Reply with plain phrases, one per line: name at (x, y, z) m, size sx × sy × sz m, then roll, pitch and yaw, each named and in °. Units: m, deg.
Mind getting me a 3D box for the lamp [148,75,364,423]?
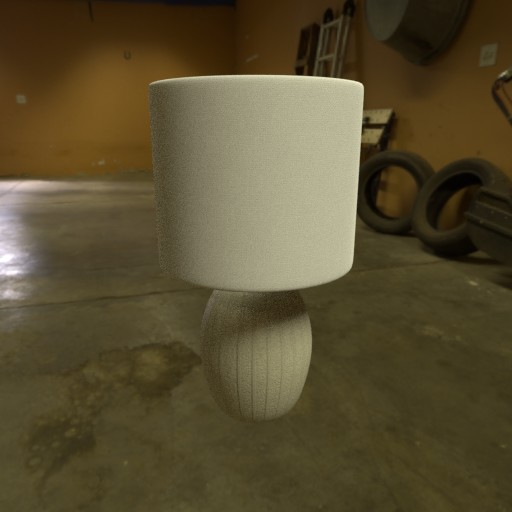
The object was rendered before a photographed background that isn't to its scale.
lamp at (0.000, 0.000, 0.767) m, size 0.329 × 0.570 × 0.329 m, roll 8°, pitch 18°, yaw 26°
